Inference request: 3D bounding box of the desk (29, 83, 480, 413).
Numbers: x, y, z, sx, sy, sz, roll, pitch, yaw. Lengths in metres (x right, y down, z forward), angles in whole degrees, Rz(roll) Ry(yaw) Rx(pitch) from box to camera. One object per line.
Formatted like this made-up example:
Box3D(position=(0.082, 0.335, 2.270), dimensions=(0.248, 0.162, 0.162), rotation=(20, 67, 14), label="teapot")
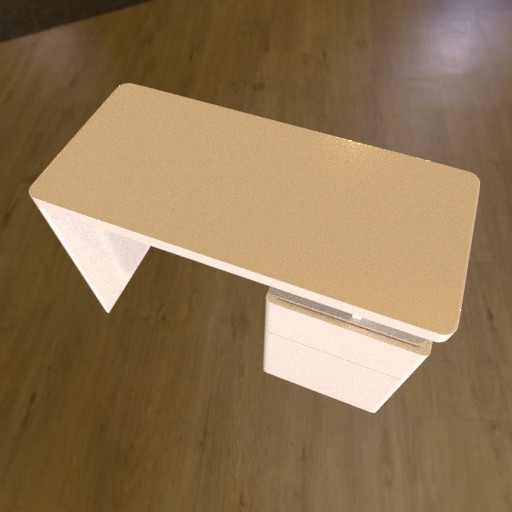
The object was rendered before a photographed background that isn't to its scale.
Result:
Box3D(position=(0.000, 0.000, 1.591), dimensions=(1.200, 0.760, 0.550), rotation=(18, 59, 11), label="desk")
